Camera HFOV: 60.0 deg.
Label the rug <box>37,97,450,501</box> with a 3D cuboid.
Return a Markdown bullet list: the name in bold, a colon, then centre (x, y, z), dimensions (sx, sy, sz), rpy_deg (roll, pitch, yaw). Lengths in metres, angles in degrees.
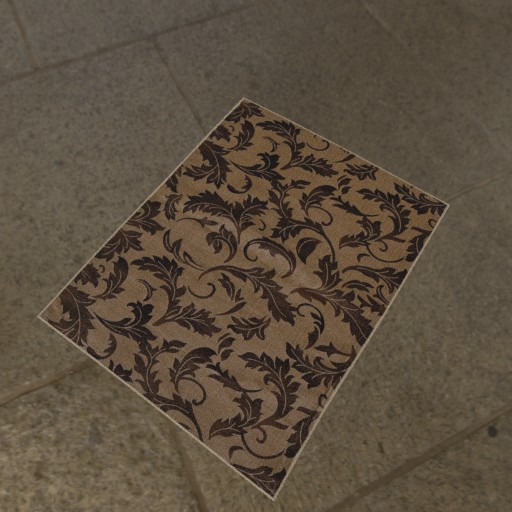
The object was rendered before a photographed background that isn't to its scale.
- **rug**: centre (0.000, 0.000, 3.913), dimensions (2.380, 0.008, 2.977), rpy_deg (32, 68, 14)
